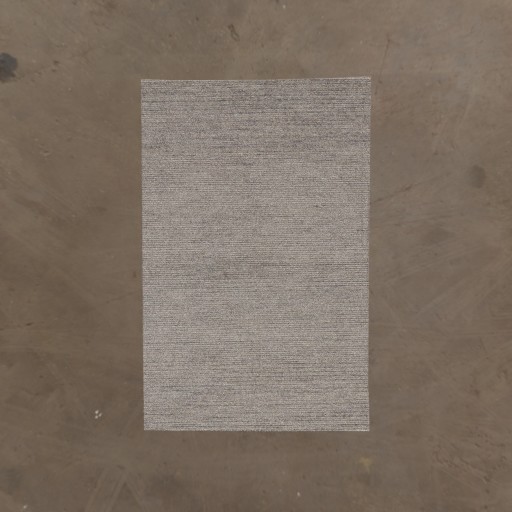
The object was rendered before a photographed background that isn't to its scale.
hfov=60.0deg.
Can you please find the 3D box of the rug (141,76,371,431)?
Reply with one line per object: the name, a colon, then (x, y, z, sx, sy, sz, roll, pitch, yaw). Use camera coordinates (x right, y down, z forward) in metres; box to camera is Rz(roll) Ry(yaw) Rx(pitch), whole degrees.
rug: (0.000, 0.000, 2.253, 1.162, 0.022, 1.804, 0, 91, 0)
